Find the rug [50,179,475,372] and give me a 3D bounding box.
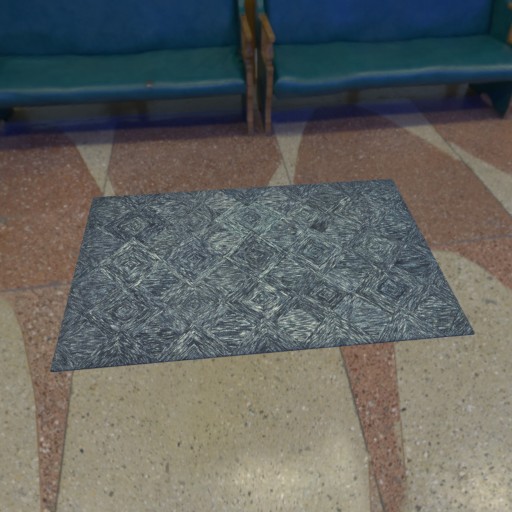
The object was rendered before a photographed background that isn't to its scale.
[{"bbox_3d":[0.000,0.000,2.926,2.330,0.017,1.478,-4,46,-4],"label":"rug"}]
